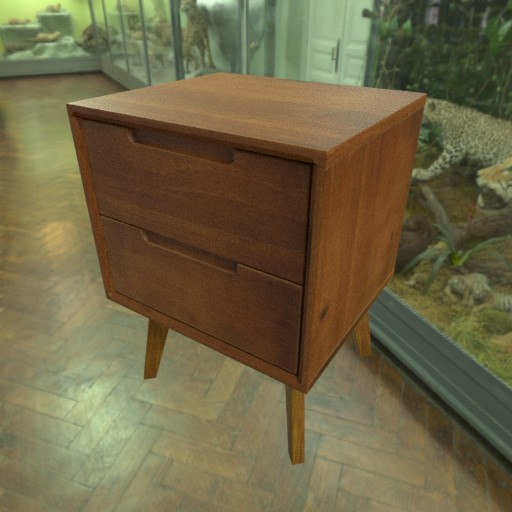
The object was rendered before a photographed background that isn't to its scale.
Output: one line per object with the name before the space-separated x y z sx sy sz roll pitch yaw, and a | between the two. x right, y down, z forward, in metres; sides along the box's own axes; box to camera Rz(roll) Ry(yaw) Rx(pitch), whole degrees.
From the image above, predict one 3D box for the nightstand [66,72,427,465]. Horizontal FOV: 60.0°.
nightstand | 0.000 0.000 0.903 0.460 0.618 0.411 19 35 28
